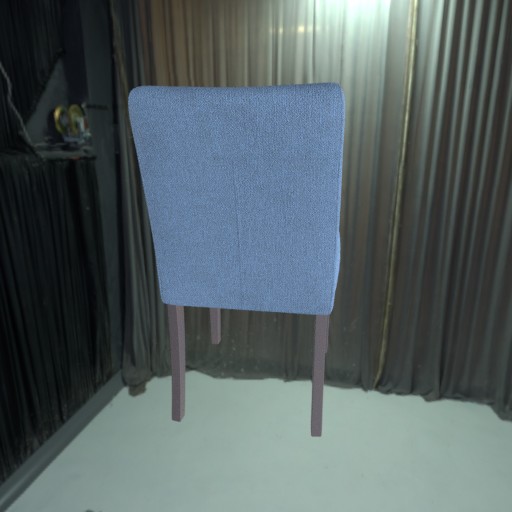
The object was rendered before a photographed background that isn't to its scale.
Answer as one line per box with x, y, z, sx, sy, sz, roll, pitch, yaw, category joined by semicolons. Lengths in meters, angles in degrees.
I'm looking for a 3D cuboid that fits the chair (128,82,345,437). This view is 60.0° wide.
0.000;0.000;1.272;0.487;0.882;0.629;3;17;9;chair
